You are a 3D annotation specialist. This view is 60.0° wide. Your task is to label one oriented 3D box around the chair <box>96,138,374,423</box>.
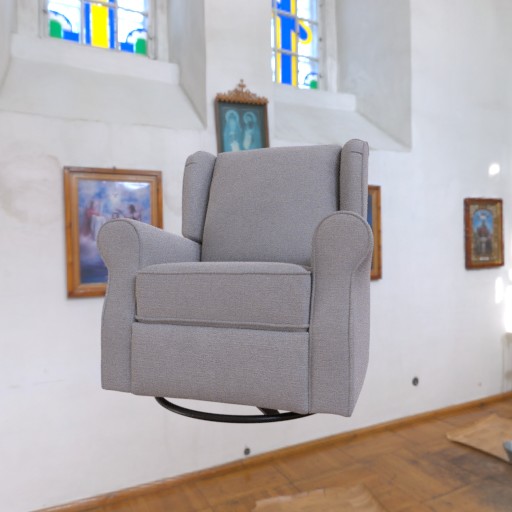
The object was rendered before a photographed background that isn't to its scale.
[{"bbox_3d":[0.000,0.000,1.694,0.906,0.966,0.854,0,0,18],"label":"chair"}]
